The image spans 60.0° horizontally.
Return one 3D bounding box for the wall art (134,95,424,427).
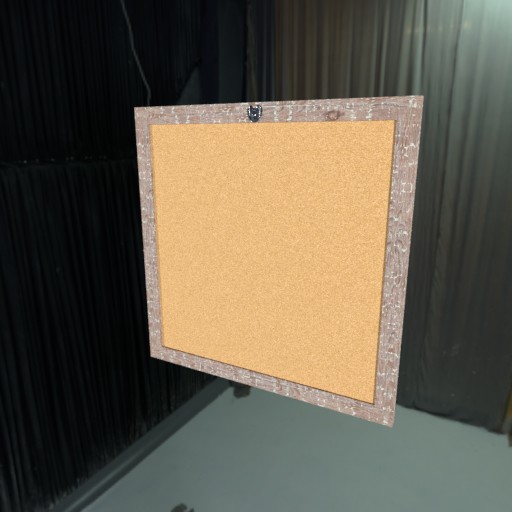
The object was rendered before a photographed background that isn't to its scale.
[{"bbox_3d":[0.000,0.000,0.586,0.384,0.384,0.012,8,17,27],"label":"wall art"}]
